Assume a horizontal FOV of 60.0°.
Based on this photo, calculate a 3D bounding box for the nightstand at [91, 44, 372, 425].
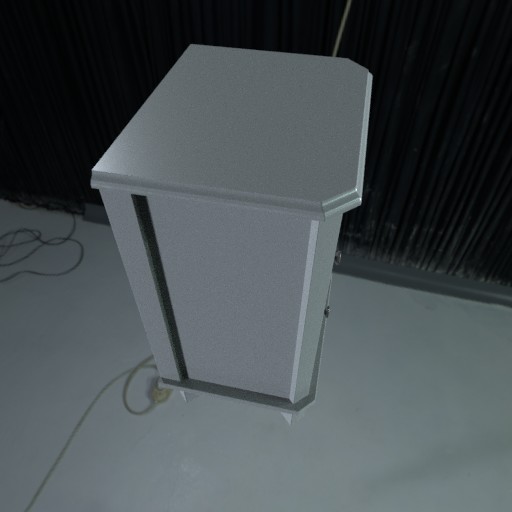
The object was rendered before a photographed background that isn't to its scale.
[{"bbox_3d":[0.000,0.000,0.936,0.348,0.680,0.435,9,48,8],"label":"nightstand"}]
